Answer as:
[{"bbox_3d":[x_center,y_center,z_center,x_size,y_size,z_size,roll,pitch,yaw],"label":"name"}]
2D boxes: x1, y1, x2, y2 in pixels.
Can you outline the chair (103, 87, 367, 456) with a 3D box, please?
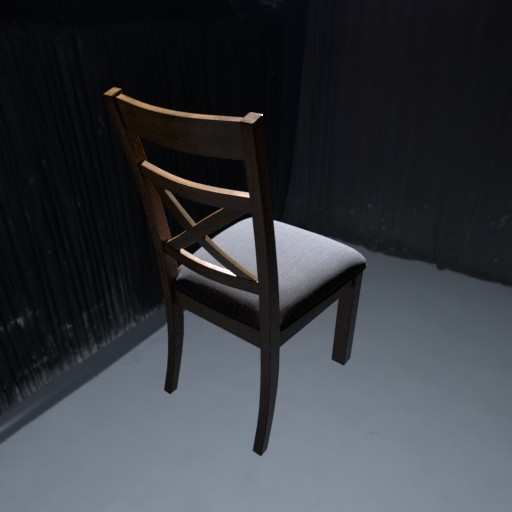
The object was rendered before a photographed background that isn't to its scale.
[{"bbox_3d":[0.000,0.000,1.278,0.470,0.949,0.581,21,37,31],"label":"chair"}]
